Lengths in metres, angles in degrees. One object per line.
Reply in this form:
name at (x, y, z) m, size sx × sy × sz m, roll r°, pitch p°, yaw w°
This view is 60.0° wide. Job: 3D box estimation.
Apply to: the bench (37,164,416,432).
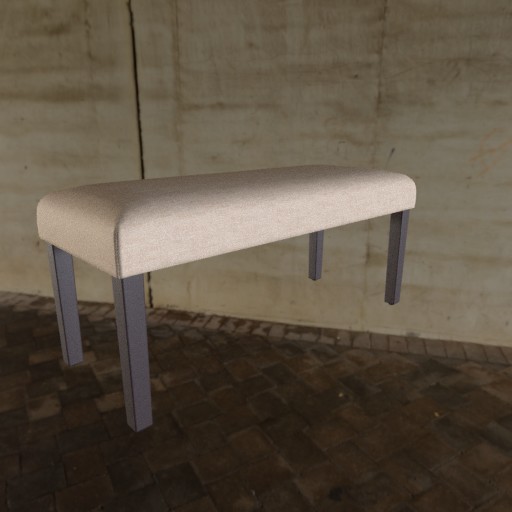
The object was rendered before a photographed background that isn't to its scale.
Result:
bench at (0.000, 0.000, 1.252) m, size 1.013 × 0.456 × 0.407 m, roll -15°, pitch 22°, yaw -41°
